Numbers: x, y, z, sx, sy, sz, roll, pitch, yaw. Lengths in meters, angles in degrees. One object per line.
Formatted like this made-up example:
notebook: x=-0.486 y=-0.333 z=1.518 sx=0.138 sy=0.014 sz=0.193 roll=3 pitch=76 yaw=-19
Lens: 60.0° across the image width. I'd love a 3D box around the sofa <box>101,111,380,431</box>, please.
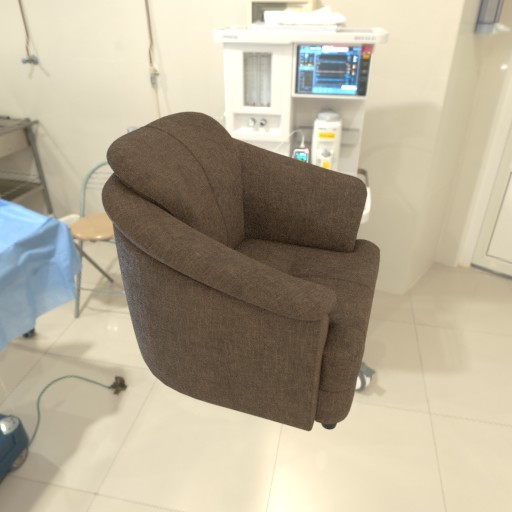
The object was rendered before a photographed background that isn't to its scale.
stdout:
sofa: x=0.000 y=0.000 z=1.486 sx=0.794 sy=0.811 sz=0.870 roll=10 pitch=32 yaw=16
